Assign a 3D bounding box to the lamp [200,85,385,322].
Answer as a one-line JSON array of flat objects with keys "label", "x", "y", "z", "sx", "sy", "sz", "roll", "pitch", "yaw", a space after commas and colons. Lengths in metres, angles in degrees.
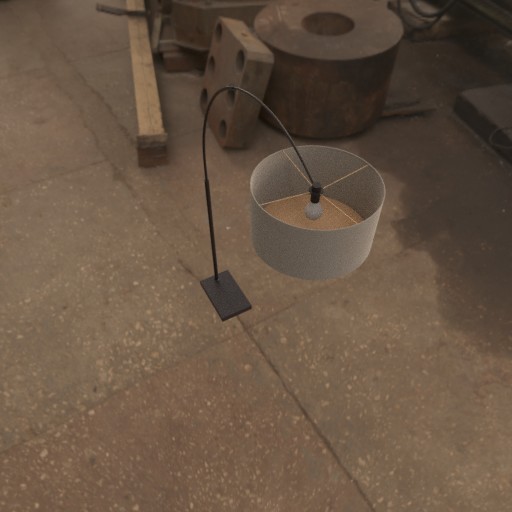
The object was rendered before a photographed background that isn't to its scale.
[{"label": "lamp", "x": 0.000, "y": 0.000, "z": 2.525, "sx": 0.493, "sy": 1.927, "sz": 1.424, "roll": -22, "pitch": 51, "yaw": -19}]
